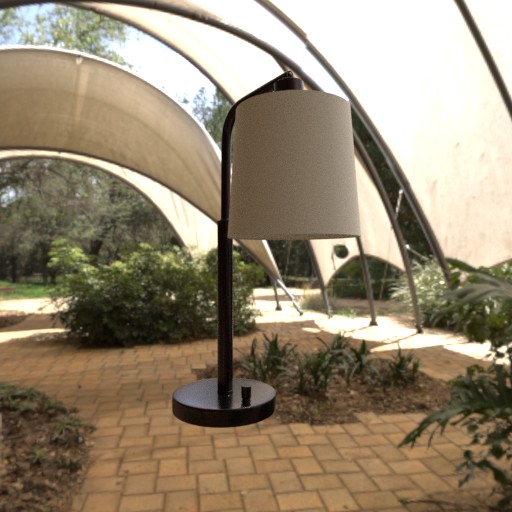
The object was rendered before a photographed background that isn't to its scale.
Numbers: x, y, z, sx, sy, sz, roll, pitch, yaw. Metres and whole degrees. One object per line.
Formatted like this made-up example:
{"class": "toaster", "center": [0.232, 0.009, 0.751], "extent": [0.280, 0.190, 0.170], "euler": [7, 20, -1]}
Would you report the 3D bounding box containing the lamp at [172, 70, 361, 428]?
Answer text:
{"class": "lamp", "center": [0.000, 0.000, 0.641], "extent": [0.171, 0.489, 0.333], "euler": [0, 0, -37]}
